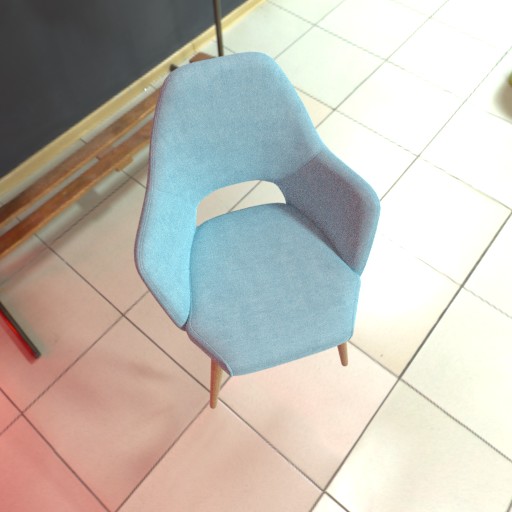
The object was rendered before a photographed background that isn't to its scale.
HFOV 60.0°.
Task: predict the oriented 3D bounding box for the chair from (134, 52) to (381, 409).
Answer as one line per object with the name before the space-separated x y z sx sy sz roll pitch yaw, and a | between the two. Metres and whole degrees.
chair | 0.000 0.000 1.224 0.590 0.840 0.610 -15 63 -8
